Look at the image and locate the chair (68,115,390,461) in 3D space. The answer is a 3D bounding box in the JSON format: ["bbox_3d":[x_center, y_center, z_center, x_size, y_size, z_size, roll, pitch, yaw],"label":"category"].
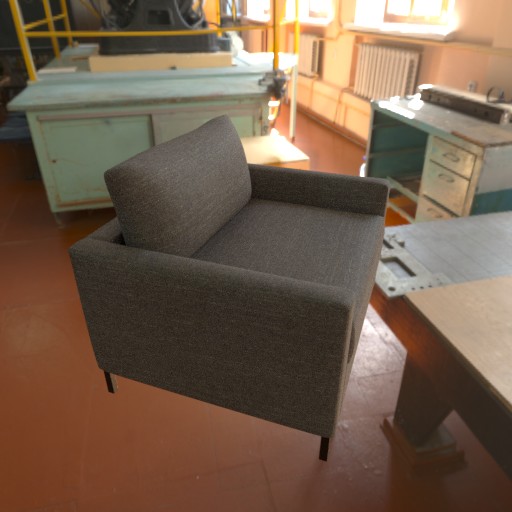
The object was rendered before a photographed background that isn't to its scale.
[{"bbox_3d":[0.000,0.000,1.616,0.845,0.841,0.940,11,32,18],"label":"chair"}]
